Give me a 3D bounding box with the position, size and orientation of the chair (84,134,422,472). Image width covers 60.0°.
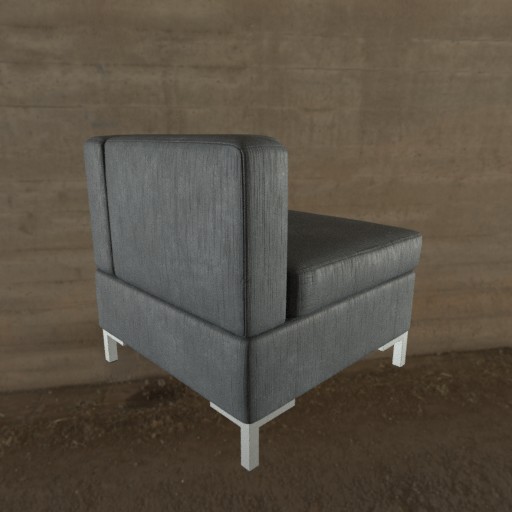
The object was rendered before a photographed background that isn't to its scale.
[{"bbox_3d":[0.000,0.000,1.245,0.680,0.660,0.680,-14,21,-42],"label":"chair"}]
